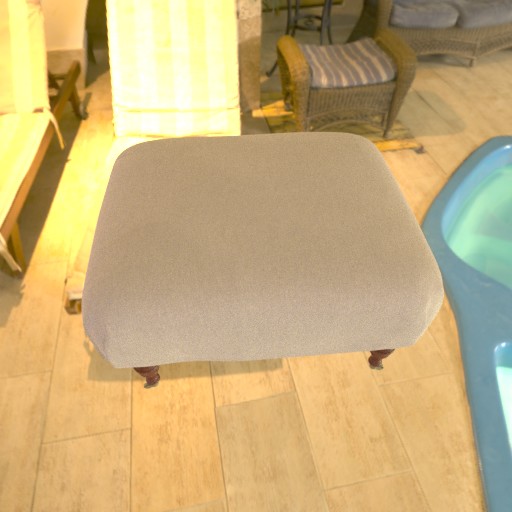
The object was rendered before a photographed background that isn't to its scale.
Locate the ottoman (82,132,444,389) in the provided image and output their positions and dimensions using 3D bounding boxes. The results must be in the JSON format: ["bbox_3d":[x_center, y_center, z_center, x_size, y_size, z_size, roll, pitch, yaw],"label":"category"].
[{"bbox_3d":[0.000,0.000,1.149,0.746,0.450,0.622,-4,46,-4],"label":"ottoman"}]
